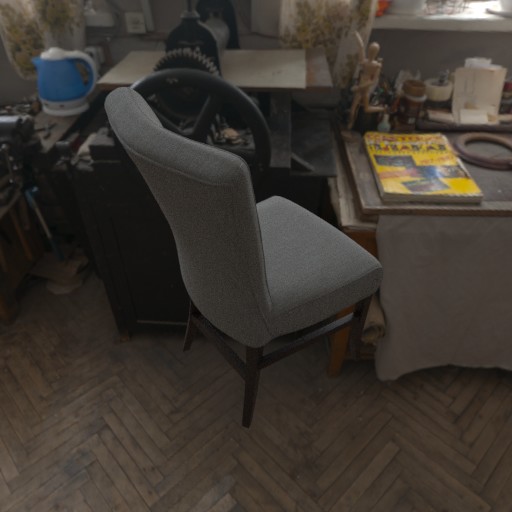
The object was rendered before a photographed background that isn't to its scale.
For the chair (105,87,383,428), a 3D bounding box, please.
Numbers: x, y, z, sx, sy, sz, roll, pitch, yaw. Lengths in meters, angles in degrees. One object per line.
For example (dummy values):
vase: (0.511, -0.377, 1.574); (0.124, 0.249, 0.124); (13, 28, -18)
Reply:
chair: (0.000, 0.000, 1.351); (0.660, 0.991, 0.520); (-26, 46, -28)
